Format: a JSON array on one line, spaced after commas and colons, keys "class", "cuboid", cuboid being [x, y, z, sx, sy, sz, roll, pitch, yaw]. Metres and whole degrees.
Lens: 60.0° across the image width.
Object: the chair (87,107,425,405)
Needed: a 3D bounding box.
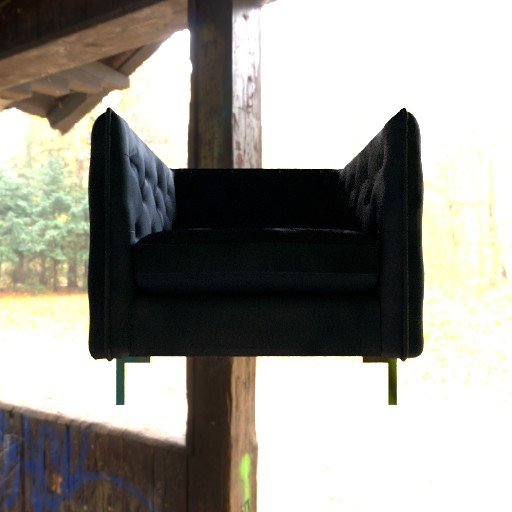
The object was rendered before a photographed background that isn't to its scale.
[{"class": "chair", "cuboid": [0.000, 0.000, 1.519, 0.868, 0.771, 0.877, 0, 0, 0]}]
